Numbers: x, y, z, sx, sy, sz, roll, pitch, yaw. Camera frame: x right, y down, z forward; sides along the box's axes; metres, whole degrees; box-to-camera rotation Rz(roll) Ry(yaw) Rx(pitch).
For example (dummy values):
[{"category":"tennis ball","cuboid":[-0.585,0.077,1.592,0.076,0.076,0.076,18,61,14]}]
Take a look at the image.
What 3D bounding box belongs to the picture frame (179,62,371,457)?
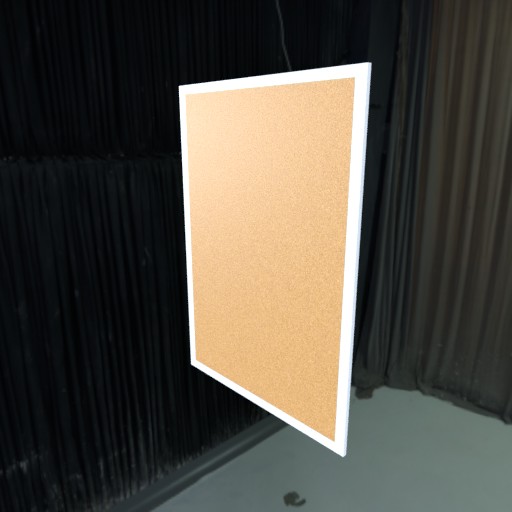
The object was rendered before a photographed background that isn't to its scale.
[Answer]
[{"category":"picture frame","cuboid":[0.000,0.000,1.246,0.013,0.940,0.659,-15,21,-42]}]
